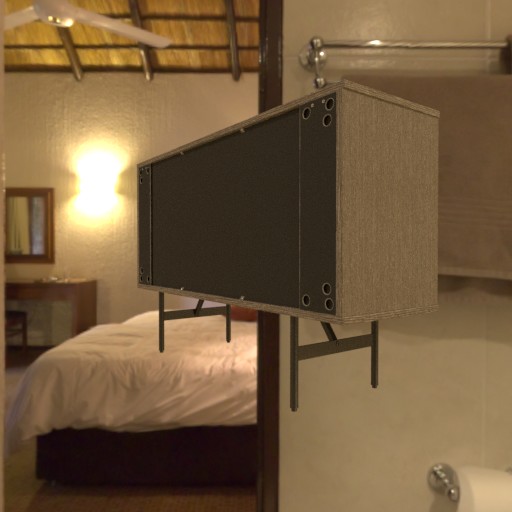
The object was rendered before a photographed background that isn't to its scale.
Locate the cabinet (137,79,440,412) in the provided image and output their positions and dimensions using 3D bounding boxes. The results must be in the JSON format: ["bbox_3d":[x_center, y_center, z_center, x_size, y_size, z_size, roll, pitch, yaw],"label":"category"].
[{"bbox_3d":[0.000,0.000,1.570,0.405,0.787,1.194,-1,1,-36],"label":"cabinet"}]
